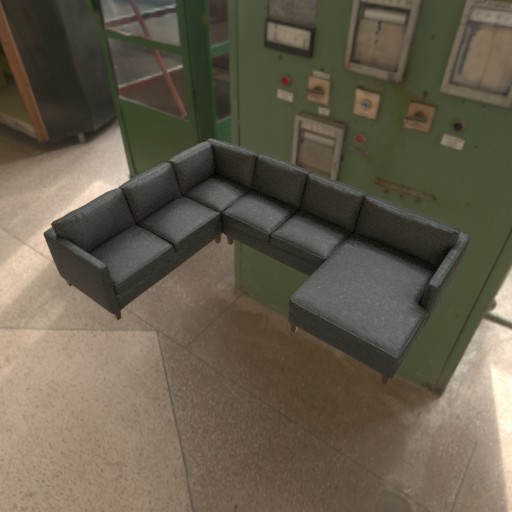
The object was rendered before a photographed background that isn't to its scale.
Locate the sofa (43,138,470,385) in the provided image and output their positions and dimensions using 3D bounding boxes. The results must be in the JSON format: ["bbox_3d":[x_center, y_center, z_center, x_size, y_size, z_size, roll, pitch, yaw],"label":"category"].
[{"bbox_3d":[0.000,0.000,4.573,3.460,0.923,2.593,27,48,27],"label":"sofa"}]
